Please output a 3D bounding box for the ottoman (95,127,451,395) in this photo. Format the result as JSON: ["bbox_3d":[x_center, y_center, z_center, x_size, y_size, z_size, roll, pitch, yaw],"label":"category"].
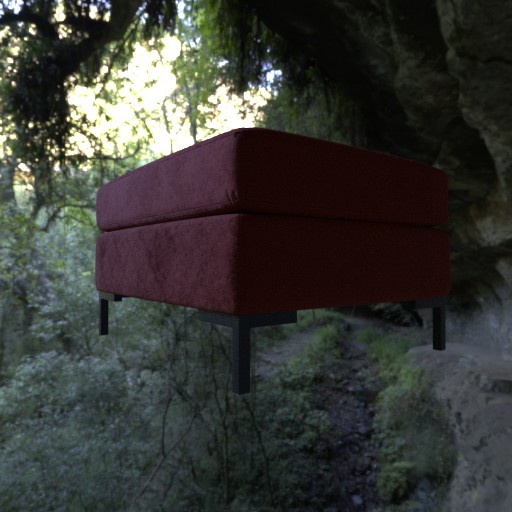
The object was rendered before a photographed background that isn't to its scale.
[{"bbox_3d":[0.000,0.000,1.198,0.650,0.462,0.782,0,-1,-37],"label":"ottoman"}]
